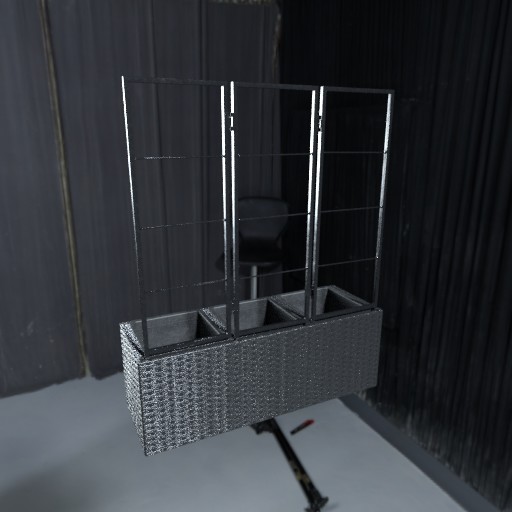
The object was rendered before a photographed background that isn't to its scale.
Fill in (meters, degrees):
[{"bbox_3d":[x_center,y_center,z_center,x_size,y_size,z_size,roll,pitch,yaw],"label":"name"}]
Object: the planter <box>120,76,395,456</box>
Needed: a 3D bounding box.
[{"bbox_3d":[0.000,0.000,1.181,0.698,0.841,0.244,-8,18,-25],"label":"planter"}]
